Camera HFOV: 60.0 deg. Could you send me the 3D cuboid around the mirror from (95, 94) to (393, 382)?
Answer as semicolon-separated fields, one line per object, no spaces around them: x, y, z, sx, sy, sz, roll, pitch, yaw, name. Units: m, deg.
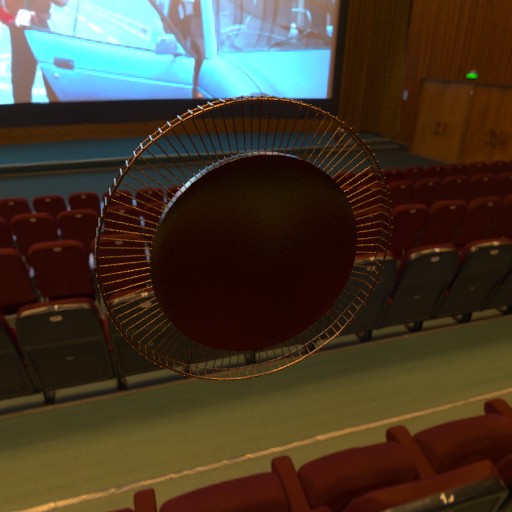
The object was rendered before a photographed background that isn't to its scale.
0.000;0.000;1.029;0.703;0.703;0.067;-8;27;-16;mirror
